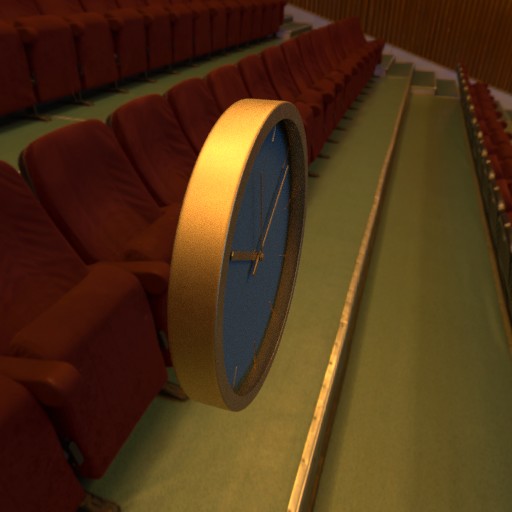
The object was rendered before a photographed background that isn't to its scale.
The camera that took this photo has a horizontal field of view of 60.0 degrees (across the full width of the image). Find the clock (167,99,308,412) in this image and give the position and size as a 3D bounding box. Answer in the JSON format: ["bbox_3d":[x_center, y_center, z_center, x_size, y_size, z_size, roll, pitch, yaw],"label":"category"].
[{"bbox_3d":[0.000,0.000,0.471,0.040,0.314,0.314,10,33,16],"label":"clock"}]
